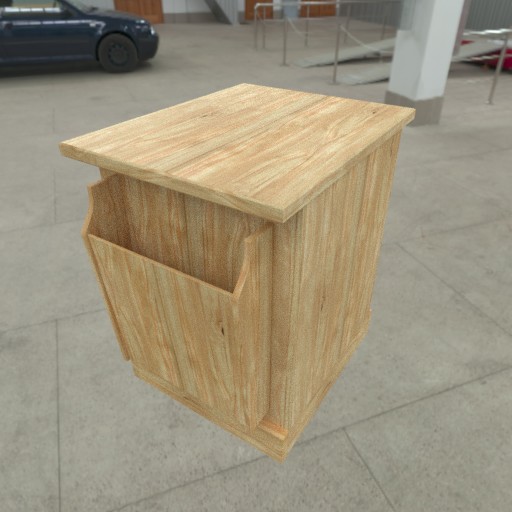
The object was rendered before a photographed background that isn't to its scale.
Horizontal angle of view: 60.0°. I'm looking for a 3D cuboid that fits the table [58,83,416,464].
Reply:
[{"bbox_3d":[0.000,0.000,0.861,0.380,0.515,0.530,20,38,27],"label":"table"}]
